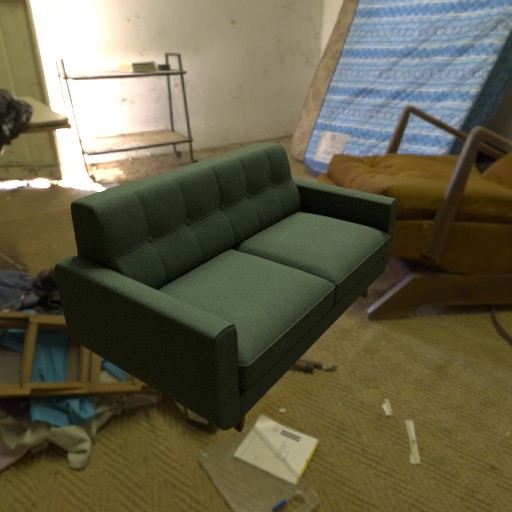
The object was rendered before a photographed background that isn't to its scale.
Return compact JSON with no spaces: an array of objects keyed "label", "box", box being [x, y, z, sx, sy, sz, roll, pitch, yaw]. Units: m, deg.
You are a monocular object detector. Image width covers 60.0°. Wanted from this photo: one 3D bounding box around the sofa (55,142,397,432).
[{"label":"sofa","box":[0.000,0.000,2.243,0.909,0.841,1.631,18,31,31]}]
